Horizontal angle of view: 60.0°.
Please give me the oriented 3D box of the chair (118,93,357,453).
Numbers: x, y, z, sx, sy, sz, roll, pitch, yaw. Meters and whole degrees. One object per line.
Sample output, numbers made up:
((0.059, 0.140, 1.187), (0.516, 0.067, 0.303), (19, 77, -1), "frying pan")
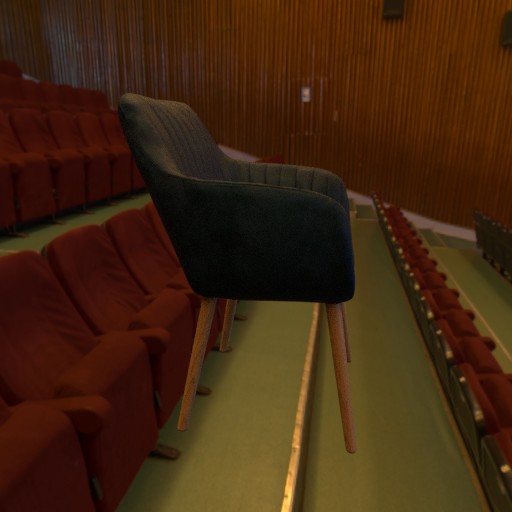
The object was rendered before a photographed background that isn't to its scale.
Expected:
((0.000, 0.000, 1.215), (0.573, 0.826, 0.578), (3, 16, 10), "chair")
